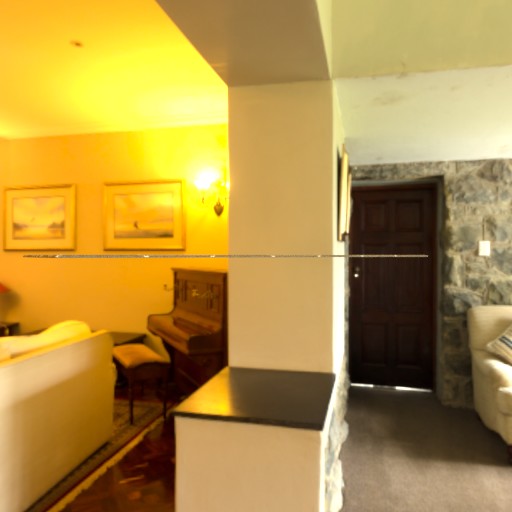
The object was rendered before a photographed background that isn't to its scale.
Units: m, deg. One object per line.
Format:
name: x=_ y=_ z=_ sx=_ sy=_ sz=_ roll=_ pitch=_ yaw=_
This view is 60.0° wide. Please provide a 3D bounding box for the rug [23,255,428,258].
rug: x=0.000 y=0.000 z=2.736 sx=2.464 sy=0.012 sz=0.773 roll=0 pitch=0 yaw=-36
